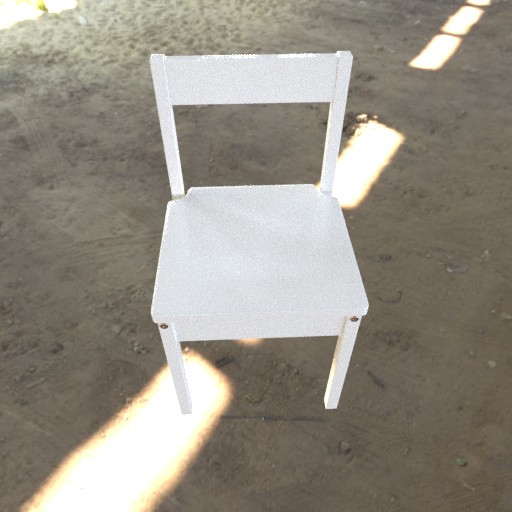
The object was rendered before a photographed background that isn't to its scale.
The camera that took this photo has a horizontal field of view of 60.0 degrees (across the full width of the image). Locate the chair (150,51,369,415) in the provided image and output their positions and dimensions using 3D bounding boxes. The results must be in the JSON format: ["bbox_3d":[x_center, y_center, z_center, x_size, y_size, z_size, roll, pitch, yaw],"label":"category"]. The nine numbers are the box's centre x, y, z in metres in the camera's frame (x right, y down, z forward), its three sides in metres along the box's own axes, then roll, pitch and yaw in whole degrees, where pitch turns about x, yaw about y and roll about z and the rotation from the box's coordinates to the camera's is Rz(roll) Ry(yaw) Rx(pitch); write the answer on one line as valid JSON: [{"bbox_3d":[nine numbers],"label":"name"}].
[{"bbox_3d":[0.000,0.000,0.897,0.367,0.668,0.361,-2,45,-2],"label":"chair"}]
